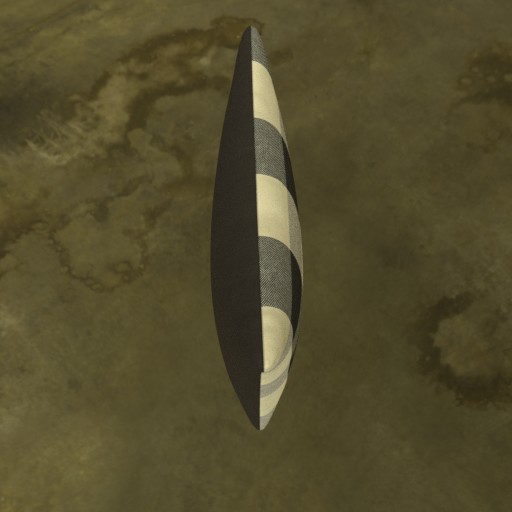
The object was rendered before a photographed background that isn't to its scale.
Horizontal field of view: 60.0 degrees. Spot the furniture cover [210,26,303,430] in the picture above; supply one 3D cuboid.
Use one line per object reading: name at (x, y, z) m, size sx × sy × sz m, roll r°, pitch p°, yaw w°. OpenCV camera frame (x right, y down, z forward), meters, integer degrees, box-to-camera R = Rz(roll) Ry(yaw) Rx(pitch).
furniture cover at (0.000, 0.000, 0.763) m, size 0.161 × 0.509 × 0.511 m, roll -2°, pitch 62°, yaw -1°
